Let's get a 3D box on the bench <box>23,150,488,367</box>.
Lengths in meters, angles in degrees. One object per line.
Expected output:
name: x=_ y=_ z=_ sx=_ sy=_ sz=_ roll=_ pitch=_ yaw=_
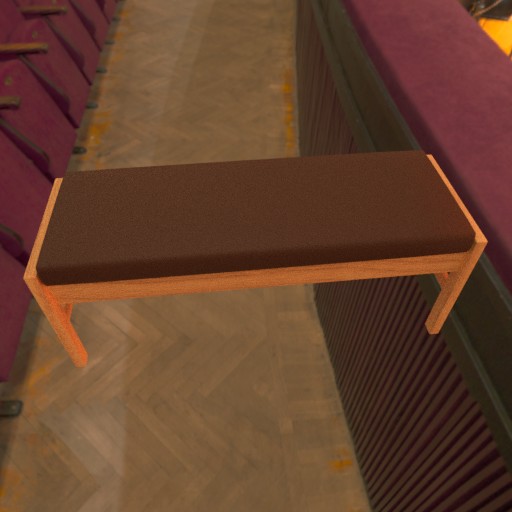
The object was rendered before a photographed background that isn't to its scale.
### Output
bench: x=0.000 y=0.000 z=1.423 sx=1.200 sy=0.480 sz=0.405 roll=-4 pitch=47 yaw=-4
